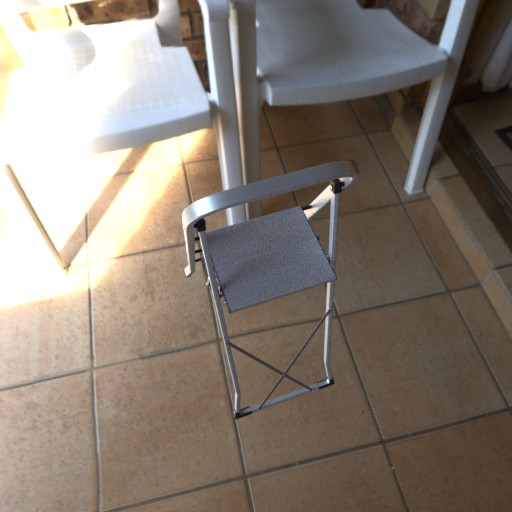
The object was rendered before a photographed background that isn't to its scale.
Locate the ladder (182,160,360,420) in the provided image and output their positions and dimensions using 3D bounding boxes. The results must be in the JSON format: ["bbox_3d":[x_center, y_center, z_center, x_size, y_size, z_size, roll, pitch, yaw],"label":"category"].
[{"bbox_3d":[0.000,0.000,1.433,0.465,1.070,0.704,-16,60,-10],"label":"ladder"}]
